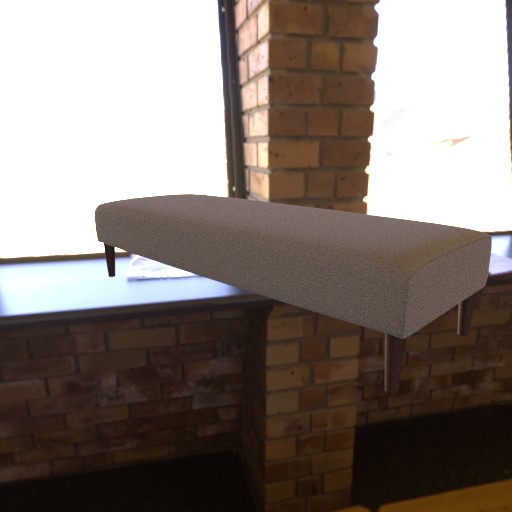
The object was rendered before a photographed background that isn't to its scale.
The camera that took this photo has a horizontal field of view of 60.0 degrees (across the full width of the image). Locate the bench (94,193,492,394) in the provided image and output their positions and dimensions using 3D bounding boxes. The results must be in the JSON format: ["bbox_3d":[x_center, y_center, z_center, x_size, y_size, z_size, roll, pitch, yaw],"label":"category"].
[{"bbox_3d":[0.000,0.000,1.814,1.598,0.383,0.631,14,20,43],"label":"bench"}]
